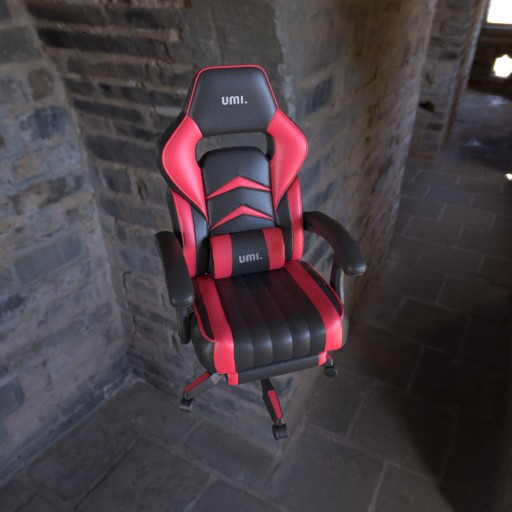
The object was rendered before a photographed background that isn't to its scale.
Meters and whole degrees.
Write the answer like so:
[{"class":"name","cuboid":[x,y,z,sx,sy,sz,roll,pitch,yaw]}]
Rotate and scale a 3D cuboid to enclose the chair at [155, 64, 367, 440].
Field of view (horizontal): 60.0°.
[{"class":"chair","cuboid":[0.000,0.000,1.624,0.700,1.220,0.700,-9,33,-15]}]
